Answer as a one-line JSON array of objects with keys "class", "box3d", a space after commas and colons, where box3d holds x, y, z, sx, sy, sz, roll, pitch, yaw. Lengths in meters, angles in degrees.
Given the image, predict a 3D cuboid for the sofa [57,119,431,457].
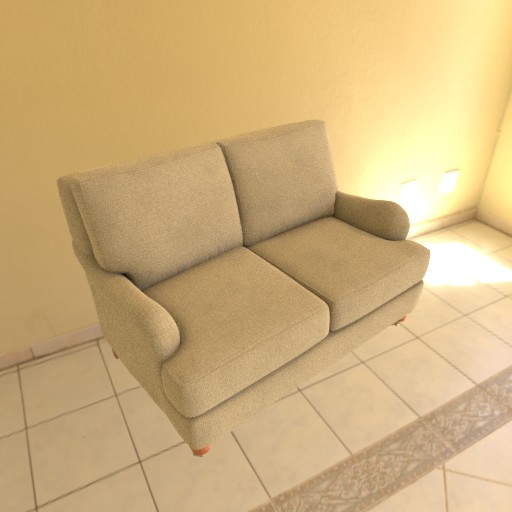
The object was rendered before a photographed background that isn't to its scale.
[{"class": "sofa", "box3d": [0.000, 0.000, 2.172, 1.480, 0.999, 1.087, -23, 39, -32]}]
